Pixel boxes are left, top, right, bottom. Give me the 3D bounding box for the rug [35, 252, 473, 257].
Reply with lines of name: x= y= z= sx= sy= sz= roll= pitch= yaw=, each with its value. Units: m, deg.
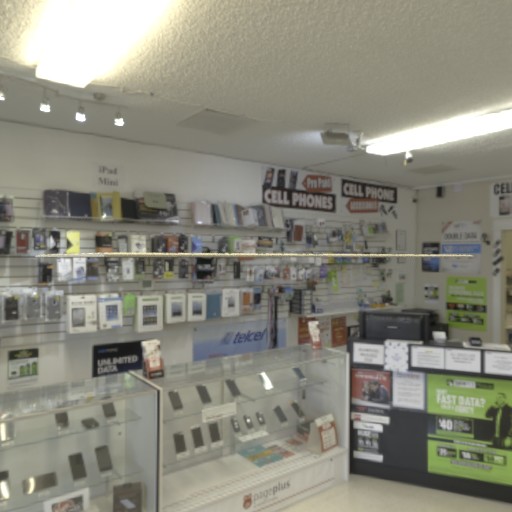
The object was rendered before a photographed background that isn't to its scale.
rug: x=0.000 y=0.000 z=3.329 sx=2.746 sy=0.018 sz=1.819 roll=0 pitch=0 yaw=-34
